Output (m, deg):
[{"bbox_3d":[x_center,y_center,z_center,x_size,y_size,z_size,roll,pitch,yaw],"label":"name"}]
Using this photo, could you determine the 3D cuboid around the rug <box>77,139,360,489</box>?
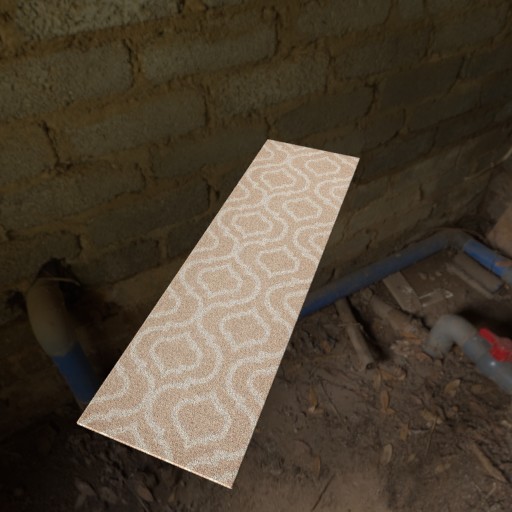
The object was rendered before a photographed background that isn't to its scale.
[{"bbox_3d":[0.000,0.000,2.462,0.691,0.013,2.289,15,48,14],"label":"rug"}]
